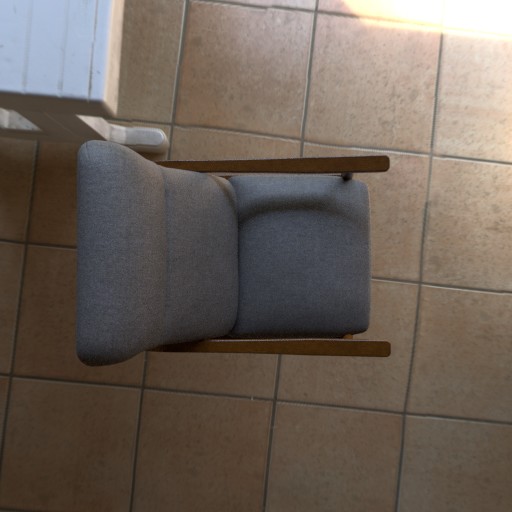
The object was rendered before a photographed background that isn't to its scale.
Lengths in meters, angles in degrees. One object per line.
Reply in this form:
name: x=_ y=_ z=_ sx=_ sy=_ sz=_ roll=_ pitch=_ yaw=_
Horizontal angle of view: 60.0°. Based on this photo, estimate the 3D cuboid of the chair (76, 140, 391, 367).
chair: x=0.000 y=0.000 z=1.747 sx=1.014 sy=1.081 sz=0.762 roll=0 pitch=89 yaw=-1
